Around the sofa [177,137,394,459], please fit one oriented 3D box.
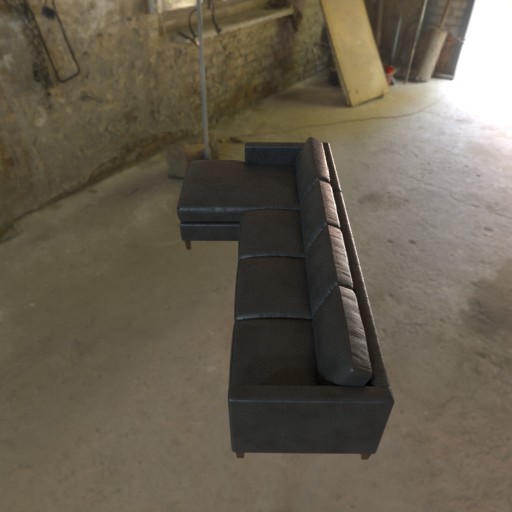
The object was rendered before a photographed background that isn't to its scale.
[{"bbox_3d":[0.000,0.000,3.867,1.581,0.883,3.203,0,40,0],"label":"sofa"}]
